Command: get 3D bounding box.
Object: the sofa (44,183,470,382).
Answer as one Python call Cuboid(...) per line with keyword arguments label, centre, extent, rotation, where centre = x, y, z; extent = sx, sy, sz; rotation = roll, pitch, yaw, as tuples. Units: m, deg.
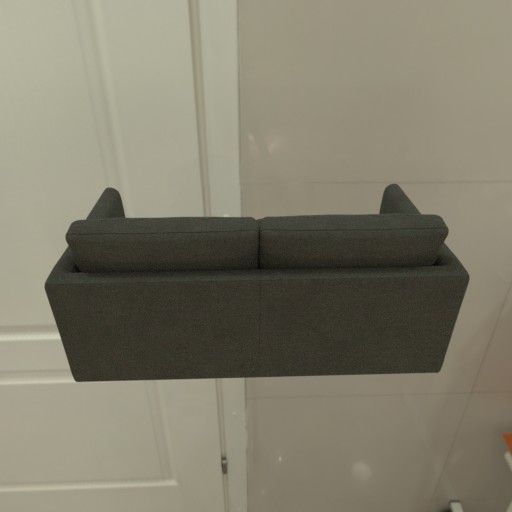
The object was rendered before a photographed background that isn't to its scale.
Cuboid(label="sofa", centre=(0.000, 0.000, 2.520), extent=(1.909, 0.845, 1.091), rotation=(-1, 31, -2))
